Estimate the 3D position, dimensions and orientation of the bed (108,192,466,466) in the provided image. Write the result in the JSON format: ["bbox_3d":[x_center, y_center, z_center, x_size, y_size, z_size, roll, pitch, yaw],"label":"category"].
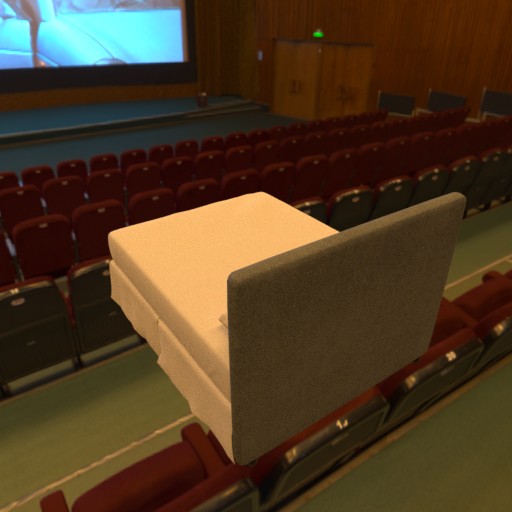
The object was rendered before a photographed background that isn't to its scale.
[{"bbox_3d":[0.000,0.000,3.314,1.713,1.330,2.142,-19,35,-30],"label":"bed"}]
